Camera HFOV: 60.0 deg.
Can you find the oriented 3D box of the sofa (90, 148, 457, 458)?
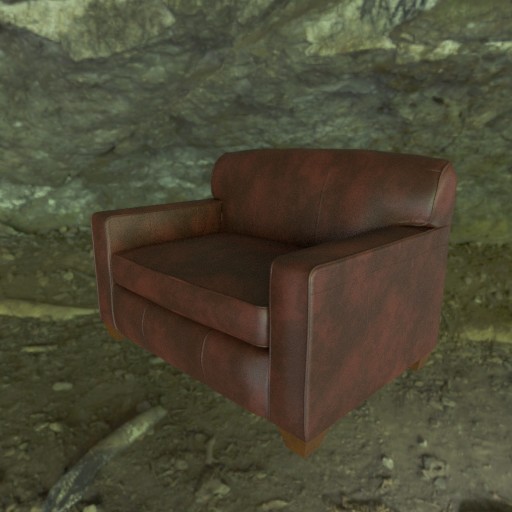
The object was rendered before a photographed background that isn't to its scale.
[{"bbox_3d":[0.000,0.000,2.044,1.000,0.956,1.413,-14,20,-43],"label":"sofa"}]
